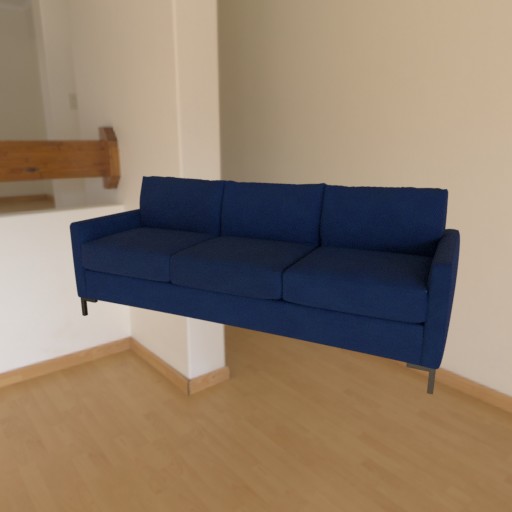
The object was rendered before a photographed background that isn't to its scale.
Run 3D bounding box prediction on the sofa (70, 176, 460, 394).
[{"bbox_3d":[0.000,0.000,2.721,2.252,0.879,0.875,7,16,25],"label":"sofa"}]
